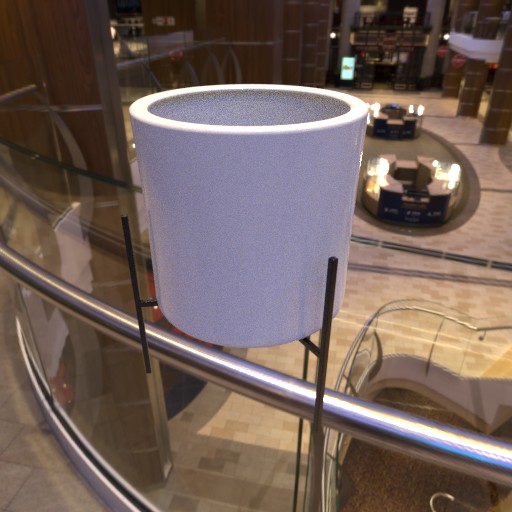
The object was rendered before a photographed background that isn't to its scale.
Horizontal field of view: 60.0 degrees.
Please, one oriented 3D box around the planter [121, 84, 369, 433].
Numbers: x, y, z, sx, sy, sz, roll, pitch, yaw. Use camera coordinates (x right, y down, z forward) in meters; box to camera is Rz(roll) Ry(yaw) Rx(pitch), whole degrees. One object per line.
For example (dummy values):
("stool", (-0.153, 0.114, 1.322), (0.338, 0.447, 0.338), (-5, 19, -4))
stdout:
("planter", (0.000, 0.000, 0.724), (0.360, 0.480, 0.361), (-18, 34, -29))
